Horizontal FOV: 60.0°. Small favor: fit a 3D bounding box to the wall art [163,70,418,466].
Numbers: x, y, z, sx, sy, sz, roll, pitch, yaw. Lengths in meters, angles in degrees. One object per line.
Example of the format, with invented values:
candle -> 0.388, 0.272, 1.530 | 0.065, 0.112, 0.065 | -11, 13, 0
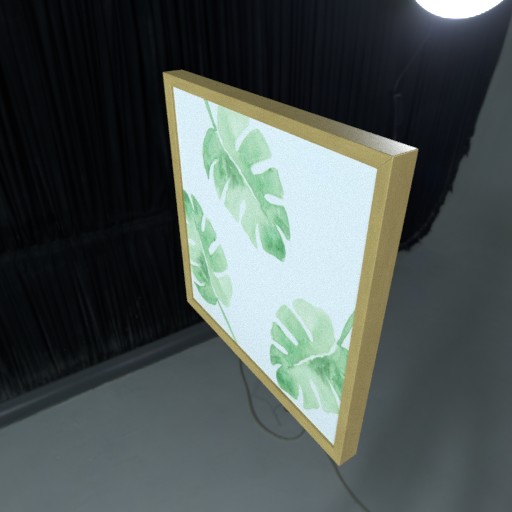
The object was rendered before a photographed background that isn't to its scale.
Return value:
wall art -> 0.000, 0.000, 0.743 | 0.038, 0.508, 0.508 | -21, 38, -29
